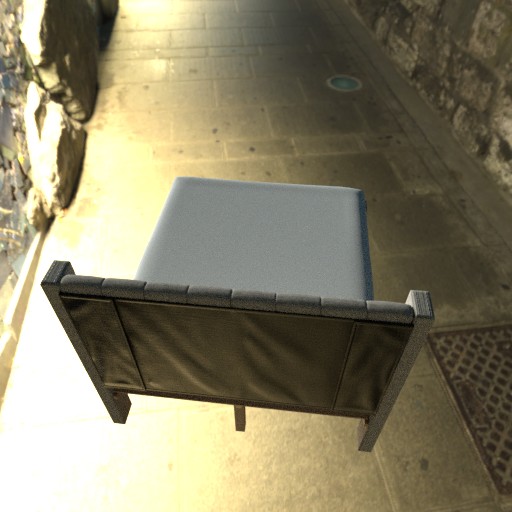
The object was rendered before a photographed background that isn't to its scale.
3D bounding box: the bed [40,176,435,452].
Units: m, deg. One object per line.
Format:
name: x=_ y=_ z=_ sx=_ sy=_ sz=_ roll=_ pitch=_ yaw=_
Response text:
bed: x=0.000 y=0.000 z=3.683 sx=2.044 sy=1.748 sz=2.372 roll=5 pitch=46 yaw=5
